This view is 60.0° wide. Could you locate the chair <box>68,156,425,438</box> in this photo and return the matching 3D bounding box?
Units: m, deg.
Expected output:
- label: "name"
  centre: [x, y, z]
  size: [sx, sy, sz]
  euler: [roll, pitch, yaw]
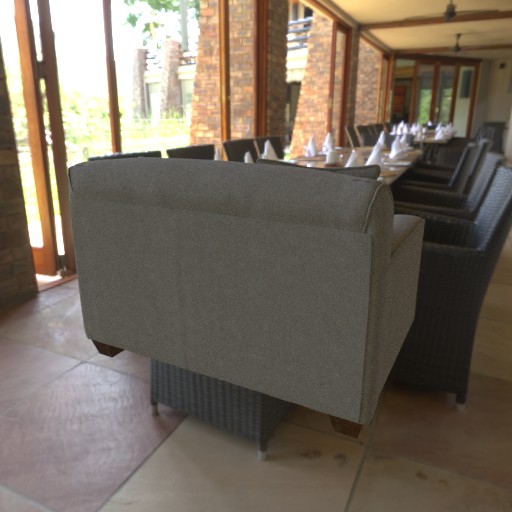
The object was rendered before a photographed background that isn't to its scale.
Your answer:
- label: "chair"
  centre: [0.000, 0.000, 2.110]
  size: [1.395, 0.953, 0.992]
  euler: [9, 19, 27]
